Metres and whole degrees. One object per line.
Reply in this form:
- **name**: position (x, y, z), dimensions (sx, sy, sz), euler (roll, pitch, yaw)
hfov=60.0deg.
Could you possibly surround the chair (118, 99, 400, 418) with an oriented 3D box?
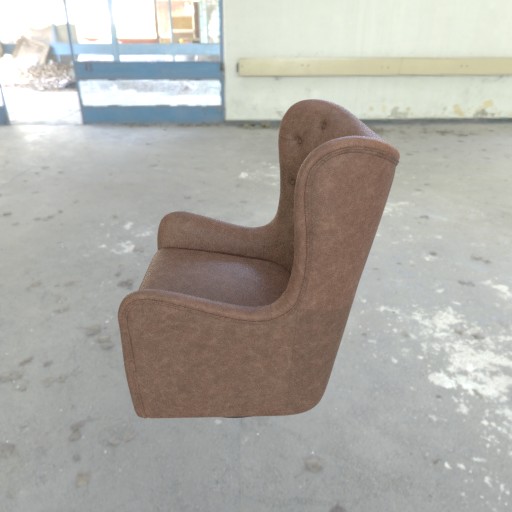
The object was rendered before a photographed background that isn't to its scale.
- **chair**: position (0.000, 0.000, 1.745), dimensions (0.930, 1.079, 0.831), euler (0, 27, 0)
